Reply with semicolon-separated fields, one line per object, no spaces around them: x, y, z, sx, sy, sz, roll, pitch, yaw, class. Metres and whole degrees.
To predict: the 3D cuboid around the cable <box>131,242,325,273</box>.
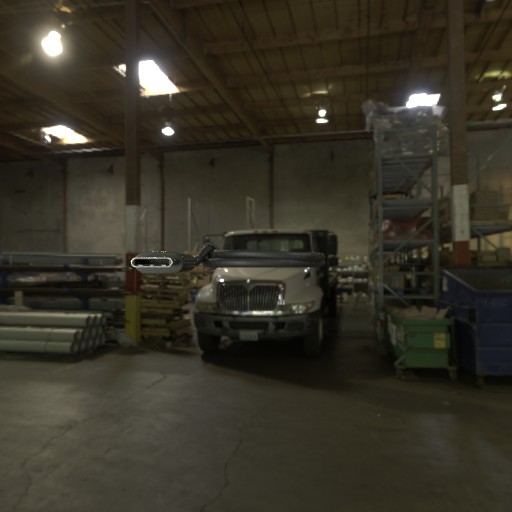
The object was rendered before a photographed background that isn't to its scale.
0.000;0.000;0.221;0.070;0.014;0.203;0;-1;0;cable
